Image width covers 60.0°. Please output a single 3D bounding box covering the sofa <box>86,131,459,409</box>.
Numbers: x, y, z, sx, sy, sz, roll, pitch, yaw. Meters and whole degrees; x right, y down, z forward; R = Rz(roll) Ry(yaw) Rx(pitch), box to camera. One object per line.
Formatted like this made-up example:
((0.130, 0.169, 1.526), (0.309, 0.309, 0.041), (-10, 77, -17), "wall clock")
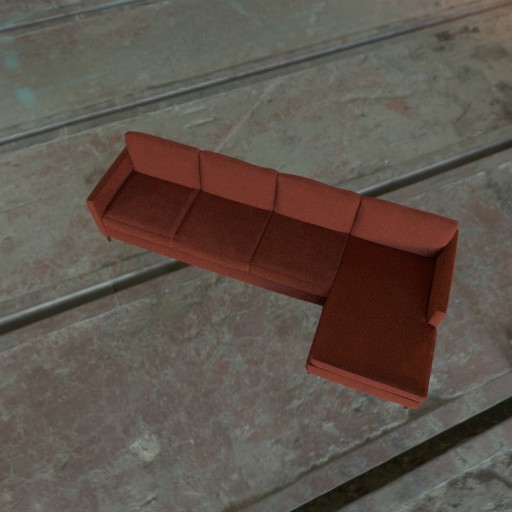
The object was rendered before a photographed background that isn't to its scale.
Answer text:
((0.000, 0.000, 3.532), (2.932, 0.810, 1.350), (18, 59, 11), "sofa")
